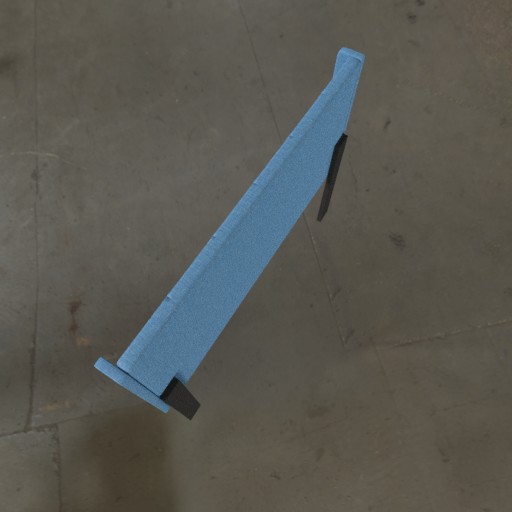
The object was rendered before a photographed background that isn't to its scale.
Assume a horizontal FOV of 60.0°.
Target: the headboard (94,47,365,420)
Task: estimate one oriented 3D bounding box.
[{"bbox_3d":[0.000,0.000,2.714,0.184,1.524,2.051,30,68,13],"label":"headboard"}]
